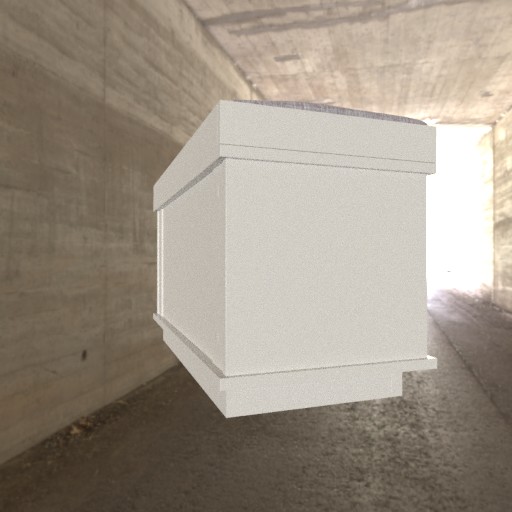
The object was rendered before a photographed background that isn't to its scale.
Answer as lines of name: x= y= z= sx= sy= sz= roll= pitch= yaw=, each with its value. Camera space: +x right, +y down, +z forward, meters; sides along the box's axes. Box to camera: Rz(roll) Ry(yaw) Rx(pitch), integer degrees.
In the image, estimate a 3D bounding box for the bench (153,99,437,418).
bench: x=0.000 y=0.000 z=0.983 sx=0.362 sy=0.461 sz=0.734 roll=0 pitch=0 yaw=-20
